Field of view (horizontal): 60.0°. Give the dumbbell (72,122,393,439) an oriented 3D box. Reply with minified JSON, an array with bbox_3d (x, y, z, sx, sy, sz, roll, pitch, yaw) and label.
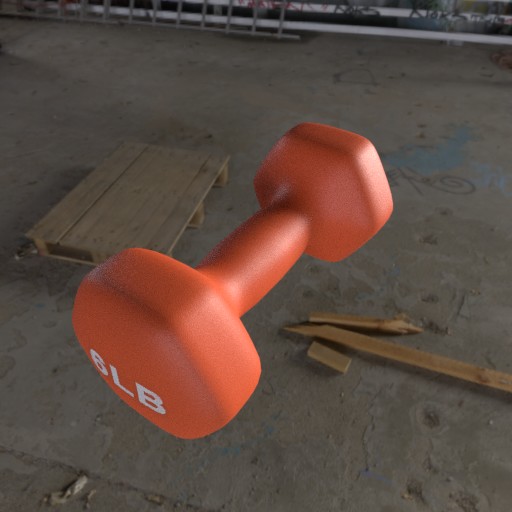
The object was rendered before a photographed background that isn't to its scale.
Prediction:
[{"bbox_3d":[0.000,0.000,0.204,0.079,0.071,0.162,25,47,26],"label":"dumbbell"}]
